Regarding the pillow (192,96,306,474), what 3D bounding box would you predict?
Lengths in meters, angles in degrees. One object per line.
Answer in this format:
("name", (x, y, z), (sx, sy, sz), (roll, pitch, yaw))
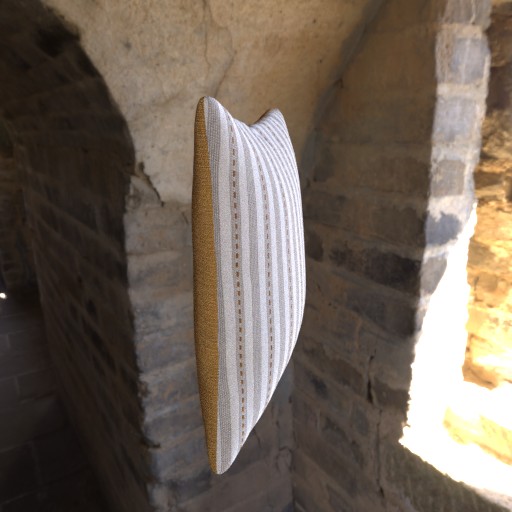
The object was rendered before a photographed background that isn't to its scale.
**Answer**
("pillow", (0.000, 0.000, 0.666), (0.147, 0.437, 0.432), (3, 17, 10))
